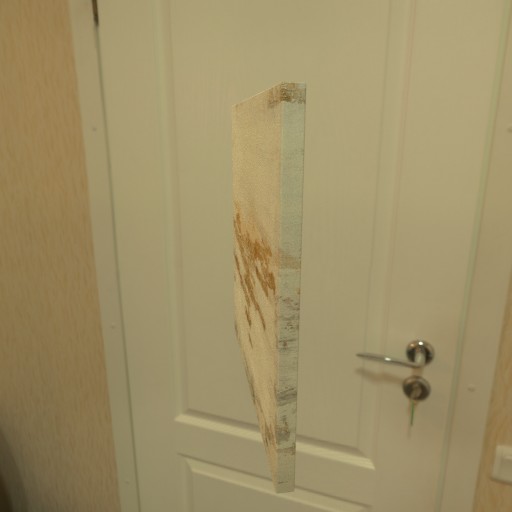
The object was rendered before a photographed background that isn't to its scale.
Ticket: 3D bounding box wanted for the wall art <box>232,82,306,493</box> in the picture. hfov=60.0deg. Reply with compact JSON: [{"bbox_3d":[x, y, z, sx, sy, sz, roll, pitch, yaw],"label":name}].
[{"bbox_3d":[0.000,0.000,1.125,0.038,0.755,0.753,-2,16,-8],"label":"wall art"}]
